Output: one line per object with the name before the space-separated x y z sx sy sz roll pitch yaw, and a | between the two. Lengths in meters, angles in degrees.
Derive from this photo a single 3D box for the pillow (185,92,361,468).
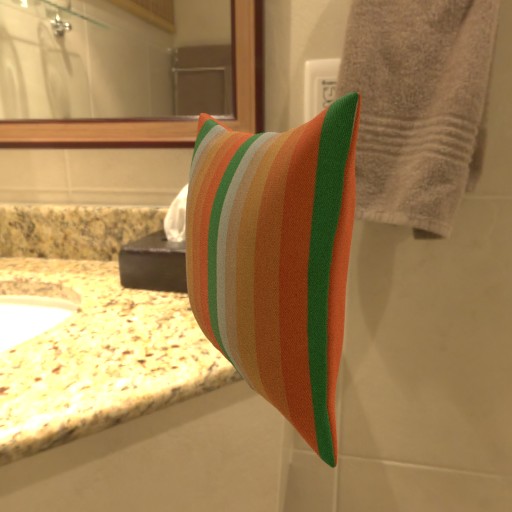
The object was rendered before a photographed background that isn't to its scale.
pillow | 0.000 0.000 0.688 0.169 0.444 0.453 -8 17 -26
